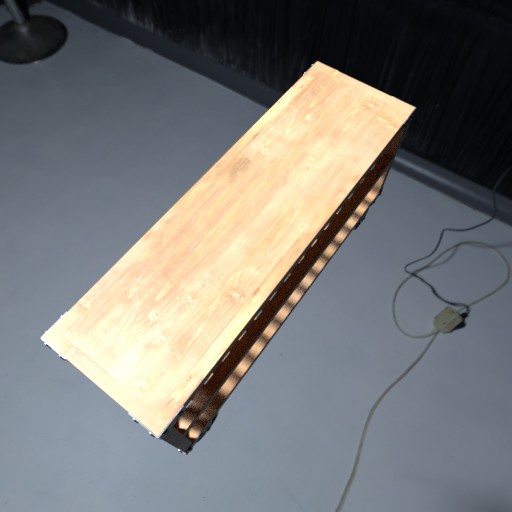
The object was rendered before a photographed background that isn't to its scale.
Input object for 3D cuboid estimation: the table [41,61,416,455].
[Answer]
[{"bbox_3d":[0.000,0.000,1.806,0.467,0.711,1.487,33,67,16],"label":"table"}]
